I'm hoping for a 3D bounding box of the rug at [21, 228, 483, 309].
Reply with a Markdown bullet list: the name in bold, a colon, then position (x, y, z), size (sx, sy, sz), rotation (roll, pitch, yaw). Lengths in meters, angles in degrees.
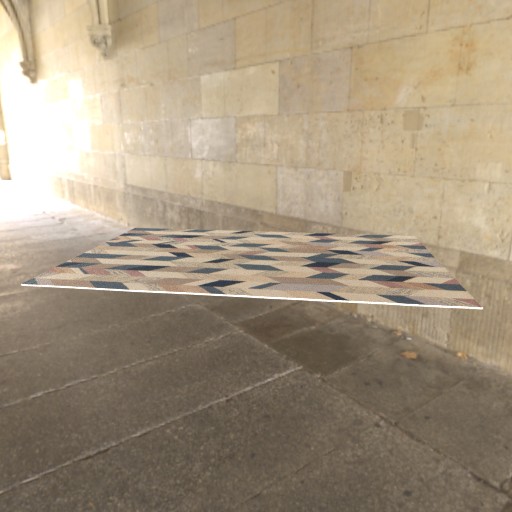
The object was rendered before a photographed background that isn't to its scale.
- **rug**: position (0.000, 0.000, 2.279), size (1.813, 0.006, 1.202), rotation (2, 15, 8)
